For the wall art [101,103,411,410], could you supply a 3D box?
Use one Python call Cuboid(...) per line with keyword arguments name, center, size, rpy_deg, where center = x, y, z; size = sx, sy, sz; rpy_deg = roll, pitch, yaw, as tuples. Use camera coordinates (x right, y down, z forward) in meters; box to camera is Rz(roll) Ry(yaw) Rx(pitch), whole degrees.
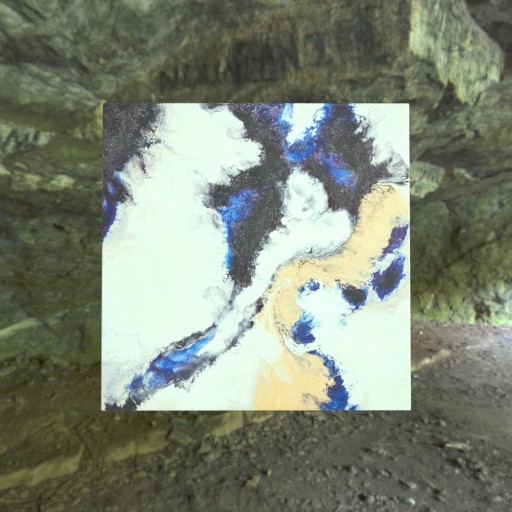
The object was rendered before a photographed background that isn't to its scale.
Cuboid(name="wall art", center=(0.000, 0.000, 1.293), size=(0.887, 0.885, 0.038), rpy_deg=(0, -1, 0))
